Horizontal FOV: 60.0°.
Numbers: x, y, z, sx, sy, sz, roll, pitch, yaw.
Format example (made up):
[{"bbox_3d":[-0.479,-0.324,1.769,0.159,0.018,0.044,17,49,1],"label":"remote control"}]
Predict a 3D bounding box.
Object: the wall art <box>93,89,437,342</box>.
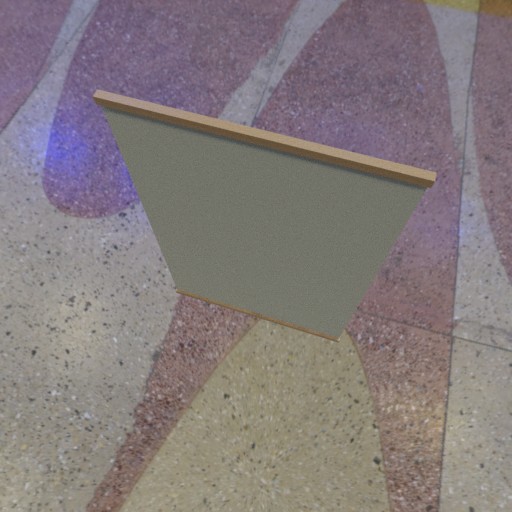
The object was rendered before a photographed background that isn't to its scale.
[{"bbox_3d":[0.000,0.000,1.908,0.990,1.519,0.030,16,64,8],"label":"wall art"}]
